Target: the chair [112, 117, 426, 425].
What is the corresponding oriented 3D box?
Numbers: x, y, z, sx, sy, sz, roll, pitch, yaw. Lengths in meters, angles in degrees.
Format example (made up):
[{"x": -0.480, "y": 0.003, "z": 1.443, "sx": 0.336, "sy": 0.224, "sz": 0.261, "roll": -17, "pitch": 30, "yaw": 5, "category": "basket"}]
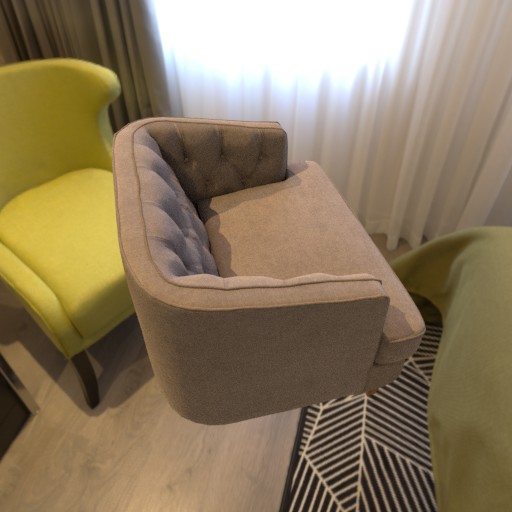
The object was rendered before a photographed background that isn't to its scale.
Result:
[{"x": 0.000, "y": 0.000, "z": 1.774, "sx": 0.941, "sy": 0.852, "sz": 1.104, "roll": -11, "pitch": 46, "yaw": -11, "category": "chair"}]
